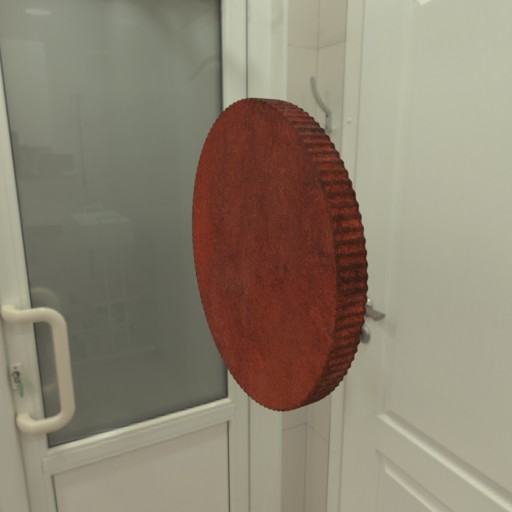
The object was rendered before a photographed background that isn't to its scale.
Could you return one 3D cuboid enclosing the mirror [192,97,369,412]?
[{"bbox_3d":[0.000,0.000,0.908,0.056,0.609,0.609,-7,15,-27],"label":"mirror"}]
